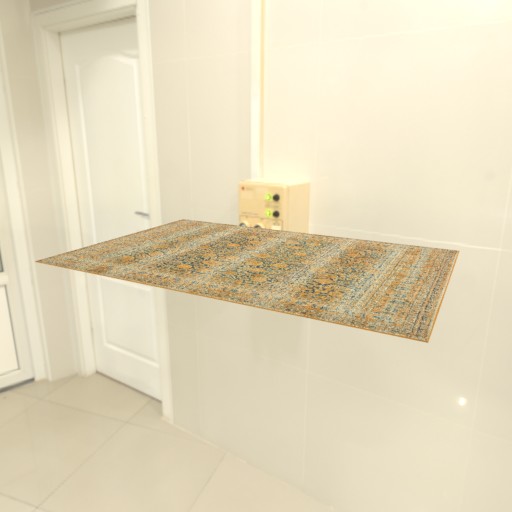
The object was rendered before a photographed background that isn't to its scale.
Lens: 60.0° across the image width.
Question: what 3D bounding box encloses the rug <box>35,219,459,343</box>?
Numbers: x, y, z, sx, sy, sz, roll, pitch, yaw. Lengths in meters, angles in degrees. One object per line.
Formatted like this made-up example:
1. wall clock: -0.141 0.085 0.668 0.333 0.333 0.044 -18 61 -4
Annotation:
1. rug: 0.000 0.000 2.907 2.336 0.007 1.525 8 18 27
